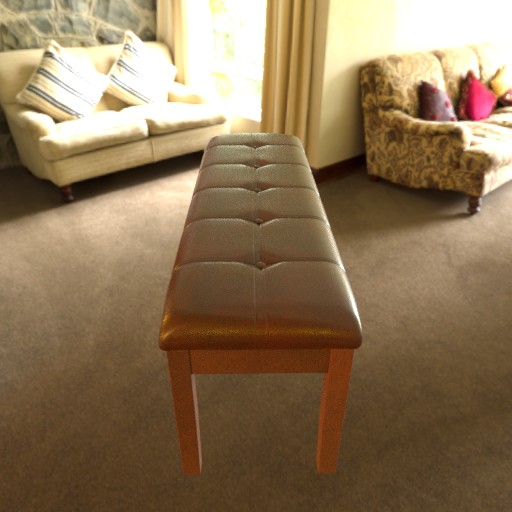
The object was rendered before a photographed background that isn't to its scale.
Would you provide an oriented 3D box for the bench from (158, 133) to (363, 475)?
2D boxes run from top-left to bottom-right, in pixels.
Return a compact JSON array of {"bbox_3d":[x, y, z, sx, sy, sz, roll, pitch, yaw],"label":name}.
[{"bbox_3d":[0.000,0.000,1.468,0.401,0.491,1.259,0,31,-1],"label":"bench"}]
